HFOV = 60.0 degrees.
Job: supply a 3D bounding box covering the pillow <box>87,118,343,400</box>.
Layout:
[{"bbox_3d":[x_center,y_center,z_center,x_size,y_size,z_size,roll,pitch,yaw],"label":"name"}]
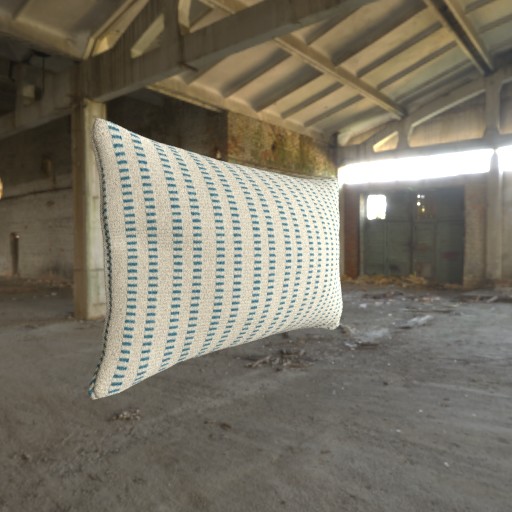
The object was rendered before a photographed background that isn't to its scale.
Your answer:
[{"bbox_3d":[0.000,0.000,0.793,0.210,0.353,0.640,1,2,38],"label":"pillow"}]
